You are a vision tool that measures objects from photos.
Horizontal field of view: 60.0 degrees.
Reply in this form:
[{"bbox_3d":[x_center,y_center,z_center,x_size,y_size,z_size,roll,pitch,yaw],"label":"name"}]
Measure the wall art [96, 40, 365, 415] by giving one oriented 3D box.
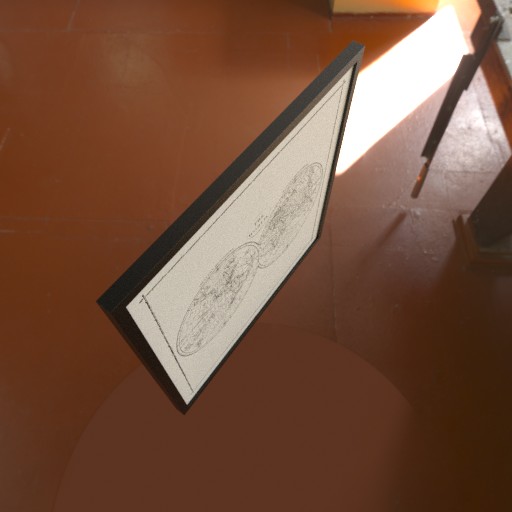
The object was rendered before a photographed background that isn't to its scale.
[{"bbox_3d":[0.000,0.000,1.147,0.031,0.775,0.773,32,65,17],"label":"wall art"}]
